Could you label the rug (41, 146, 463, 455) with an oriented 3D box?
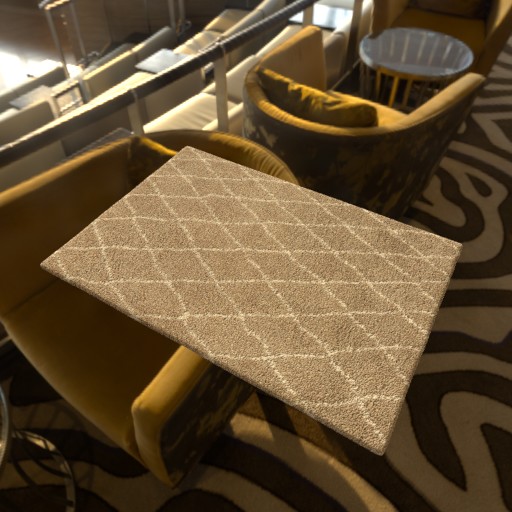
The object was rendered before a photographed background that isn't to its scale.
[{"bbox_3d":[0.000,0.000,2.248,1.778,0.030,1.219,24,51,20],"label":"rug"}]
